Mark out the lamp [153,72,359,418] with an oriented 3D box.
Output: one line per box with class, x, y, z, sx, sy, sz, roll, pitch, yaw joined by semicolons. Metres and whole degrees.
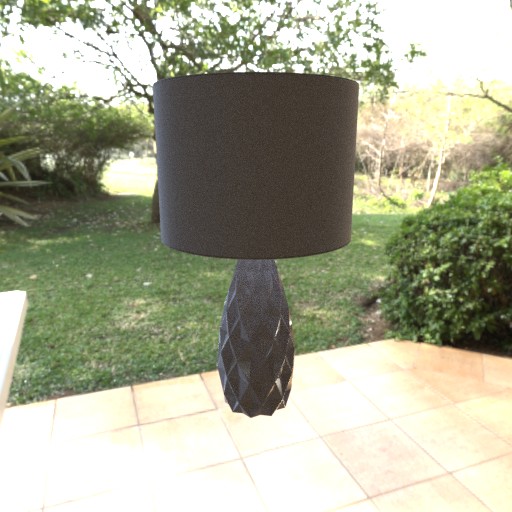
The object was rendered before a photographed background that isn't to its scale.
lamp;0.000;0.000;0.716;0.297;0.522;0.297;0;15;0
